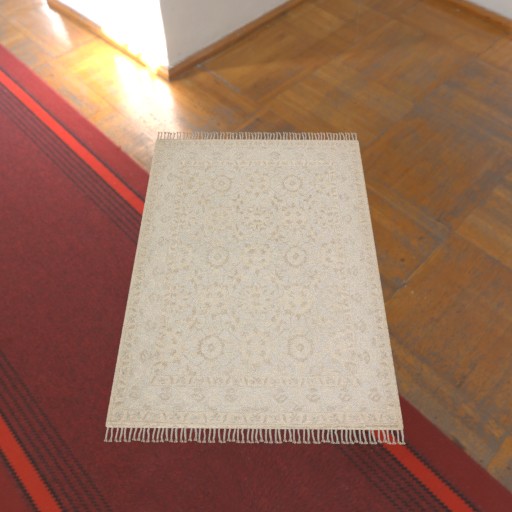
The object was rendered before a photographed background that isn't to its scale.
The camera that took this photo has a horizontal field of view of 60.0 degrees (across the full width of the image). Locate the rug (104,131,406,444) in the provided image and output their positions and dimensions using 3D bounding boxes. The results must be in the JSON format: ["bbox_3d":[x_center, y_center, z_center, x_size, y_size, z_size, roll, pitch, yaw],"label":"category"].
[{"bbox_3d":[0.000,0.000,2.252,1.223,0.015,1.771,0,58,0],"label":"rug"}]
